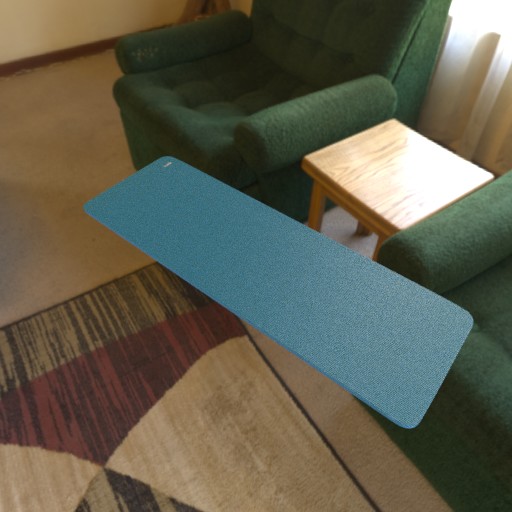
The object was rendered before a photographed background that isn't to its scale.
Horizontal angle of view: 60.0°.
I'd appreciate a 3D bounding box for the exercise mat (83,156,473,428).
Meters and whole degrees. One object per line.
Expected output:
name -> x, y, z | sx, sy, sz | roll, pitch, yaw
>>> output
exercise mat -> 0.000, 0.000, 2.067 | 1.869, 0.021, 0.616 | 31, 54, 25
